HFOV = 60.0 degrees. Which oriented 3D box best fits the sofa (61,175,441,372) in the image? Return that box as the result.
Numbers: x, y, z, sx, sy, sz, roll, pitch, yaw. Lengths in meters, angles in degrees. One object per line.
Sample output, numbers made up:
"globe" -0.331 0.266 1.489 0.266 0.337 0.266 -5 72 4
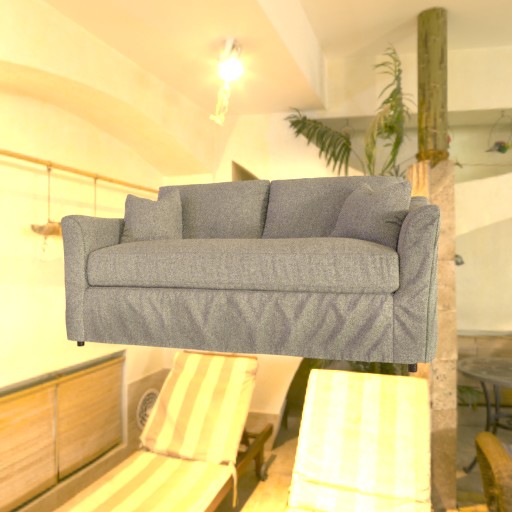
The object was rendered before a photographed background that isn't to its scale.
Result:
"sofa" 0.000 0.000 2.660 2.010 1.018 1.072 0 0 19
